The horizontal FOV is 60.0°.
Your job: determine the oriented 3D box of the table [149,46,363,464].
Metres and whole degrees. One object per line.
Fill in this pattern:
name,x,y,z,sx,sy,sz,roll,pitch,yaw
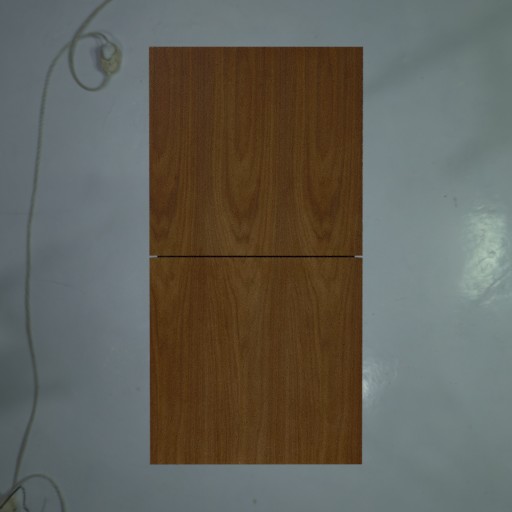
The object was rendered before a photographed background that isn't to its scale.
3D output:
table,0.000,0.000,1.431,0.610,0.330,1.194,0,91,0
